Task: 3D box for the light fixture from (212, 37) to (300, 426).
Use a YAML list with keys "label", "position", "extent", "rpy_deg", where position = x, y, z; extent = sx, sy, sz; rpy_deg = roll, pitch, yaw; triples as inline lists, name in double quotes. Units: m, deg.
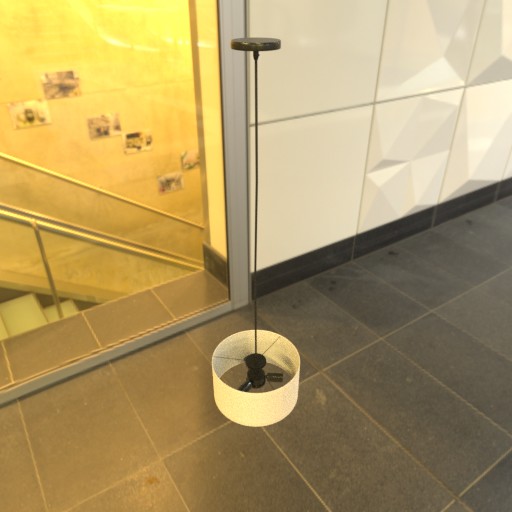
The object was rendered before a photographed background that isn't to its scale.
- label: "light fixture"
  position: [0.000, 0.000, 1.723]
  extent: [0.399, 1.516, 0.399]
  rpy_deg: [0, 32, 0]
